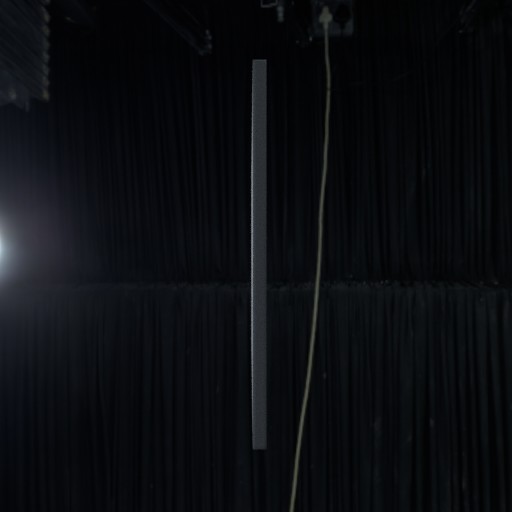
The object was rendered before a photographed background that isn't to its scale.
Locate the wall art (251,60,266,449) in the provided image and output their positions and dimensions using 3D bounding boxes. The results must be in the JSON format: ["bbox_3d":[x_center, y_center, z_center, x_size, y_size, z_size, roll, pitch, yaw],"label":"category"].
[{"bbox_3d":[0.000,0.000,1.232,0.049,0.659,0.964,0,0,1],"label":"wall art"}]
